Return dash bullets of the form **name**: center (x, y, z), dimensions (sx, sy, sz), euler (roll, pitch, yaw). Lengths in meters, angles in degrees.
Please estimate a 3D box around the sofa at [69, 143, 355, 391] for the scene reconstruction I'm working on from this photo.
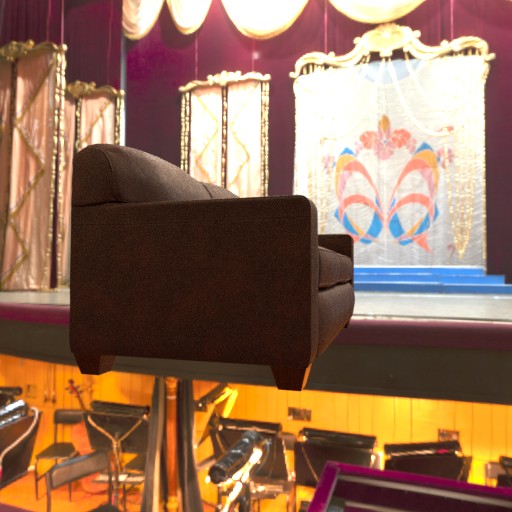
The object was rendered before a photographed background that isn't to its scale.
- **sofa**: center (0.000, 0.000, 2.463), dimensions (1.000, 0.966, 1.856), euler (-1, -2, 17)
